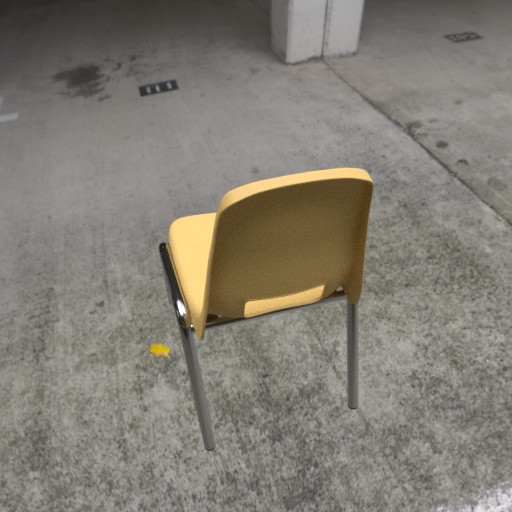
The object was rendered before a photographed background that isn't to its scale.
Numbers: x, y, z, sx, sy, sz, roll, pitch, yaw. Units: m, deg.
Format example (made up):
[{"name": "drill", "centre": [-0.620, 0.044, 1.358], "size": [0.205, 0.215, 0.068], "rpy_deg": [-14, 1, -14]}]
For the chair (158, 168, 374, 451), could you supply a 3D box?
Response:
[{"name": "chair", "centre": [0.000, 0.000, 0.851], "size": [0.354, 0.586, 0.423], "rpy_deg": [-11, 43, -12]}]
